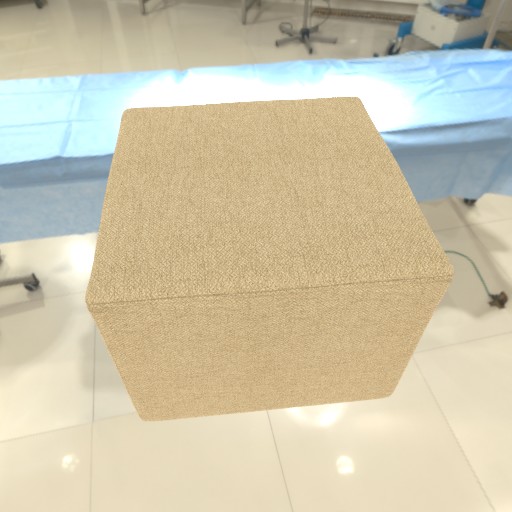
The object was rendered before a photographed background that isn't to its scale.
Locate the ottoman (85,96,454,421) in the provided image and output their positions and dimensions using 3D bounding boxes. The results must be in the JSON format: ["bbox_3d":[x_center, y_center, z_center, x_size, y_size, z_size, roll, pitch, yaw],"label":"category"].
[{"bbox_3d":[0.000,0.000,0.887,0.508,0.432,0.508,-4,47,-4],"label":"ottoman"}]
